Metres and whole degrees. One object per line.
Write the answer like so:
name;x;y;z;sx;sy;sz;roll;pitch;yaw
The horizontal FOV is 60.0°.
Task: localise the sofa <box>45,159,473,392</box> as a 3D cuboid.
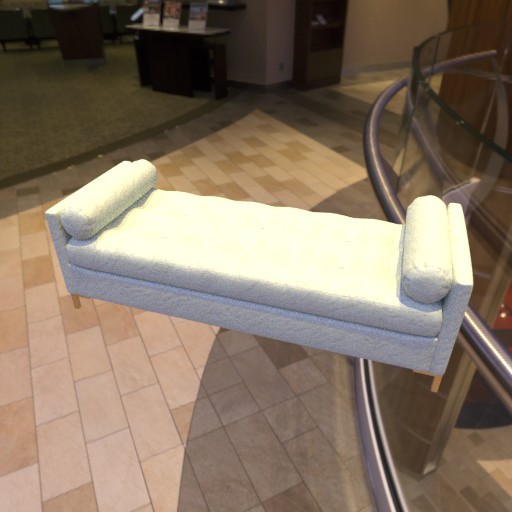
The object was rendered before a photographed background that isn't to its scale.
sofa;0.000;0.000;2.497;2.102;0.705;0.796;10;34;15
